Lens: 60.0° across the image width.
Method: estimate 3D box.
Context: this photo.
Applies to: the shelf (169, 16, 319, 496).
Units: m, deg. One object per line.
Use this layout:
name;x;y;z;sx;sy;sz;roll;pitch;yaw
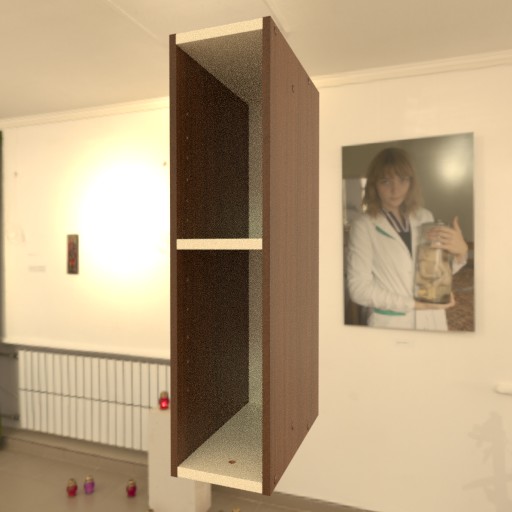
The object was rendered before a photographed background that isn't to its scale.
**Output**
shelf;0.000;0.000;0.714;0.147;0.600;0.290;0;1;20
